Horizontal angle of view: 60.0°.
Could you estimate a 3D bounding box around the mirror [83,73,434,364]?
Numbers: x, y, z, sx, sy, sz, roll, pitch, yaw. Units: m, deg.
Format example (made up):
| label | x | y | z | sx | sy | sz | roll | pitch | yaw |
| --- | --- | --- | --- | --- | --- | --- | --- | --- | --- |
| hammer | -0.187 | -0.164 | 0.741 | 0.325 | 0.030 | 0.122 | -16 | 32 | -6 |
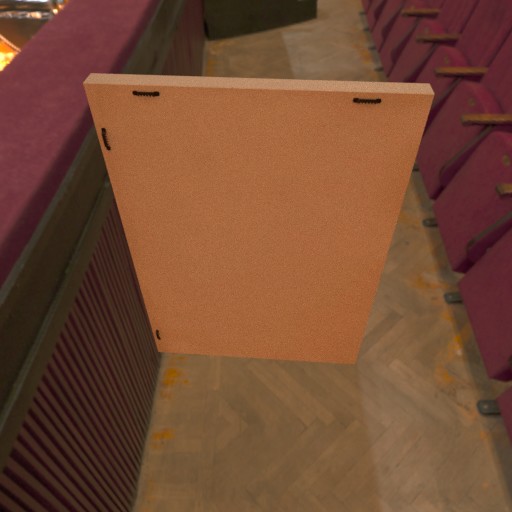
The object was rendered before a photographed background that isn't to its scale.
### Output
| label | x | y | z | sx | sy | sz | roll | pitch | yaw |
| --- | --- | --- | --- | --- | --- | --- | --- | --- | --- |
| mirror | 0.000 | 0.000 | 0.898 | 0.507 | 0.710 | 0.040 | 3 | 45 | 3 |
